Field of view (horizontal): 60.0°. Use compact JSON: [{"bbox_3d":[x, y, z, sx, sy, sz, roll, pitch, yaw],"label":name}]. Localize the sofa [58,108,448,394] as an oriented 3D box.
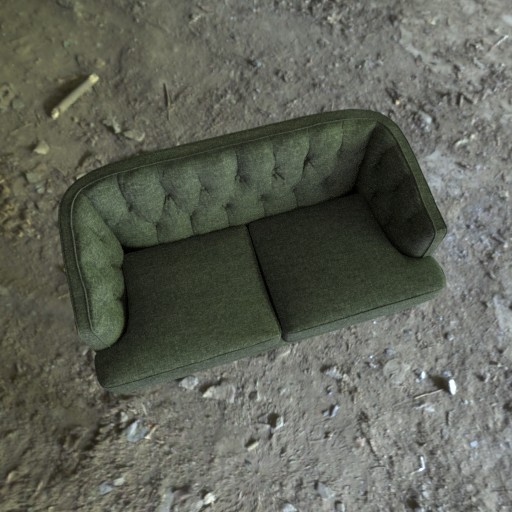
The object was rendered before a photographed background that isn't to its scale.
[{"bbox_3d":[0.000,0.000,2.287,1.733,0.855,0.941,-15,65,-7],"label":"sofa"}]
